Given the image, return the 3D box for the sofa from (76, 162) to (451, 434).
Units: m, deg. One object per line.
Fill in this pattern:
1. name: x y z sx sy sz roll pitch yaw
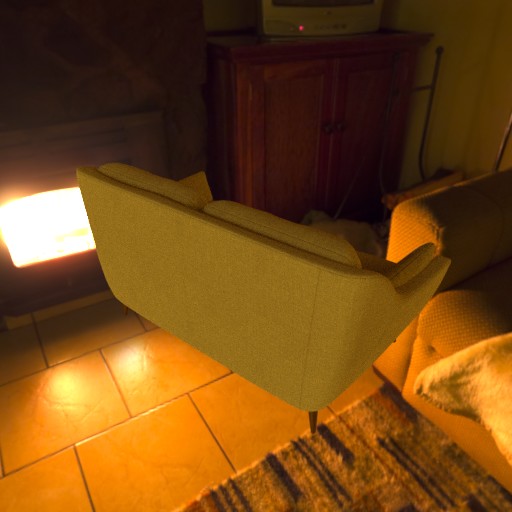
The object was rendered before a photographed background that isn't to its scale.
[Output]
1. sofa: 0.000 0.000 2.258 1.652 0.888 0.965 22 38 32
